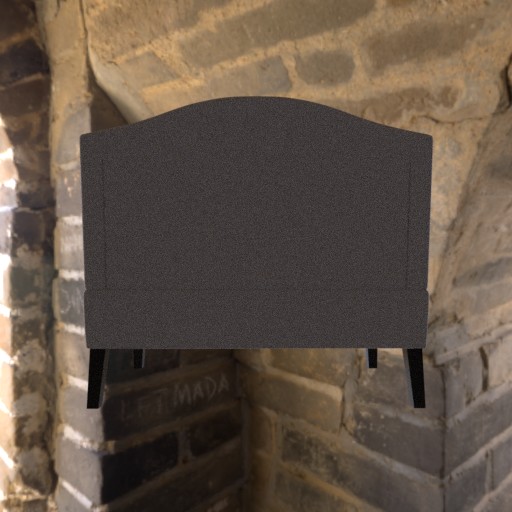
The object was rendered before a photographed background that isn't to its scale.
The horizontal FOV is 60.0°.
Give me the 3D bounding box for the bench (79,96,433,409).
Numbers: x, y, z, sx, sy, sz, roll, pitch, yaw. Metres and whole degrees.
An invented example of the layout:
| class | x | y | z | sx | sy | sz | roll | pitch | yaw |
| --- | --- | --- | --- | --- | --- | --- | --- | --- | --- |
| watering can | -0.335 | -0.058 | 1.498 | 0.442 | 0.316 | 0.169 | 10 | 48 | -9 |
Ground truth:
| class | x | y | z | sx | sy | sz | roll | pitch | yaw |
| --- | --- | --- | --- | --- | --- | --- | --- | --- | --- |
| bench | 0.000 | 0.000 | 2.024 | 1.335 | 1.180 | 0.815 | 0 | -1 | 0 |
